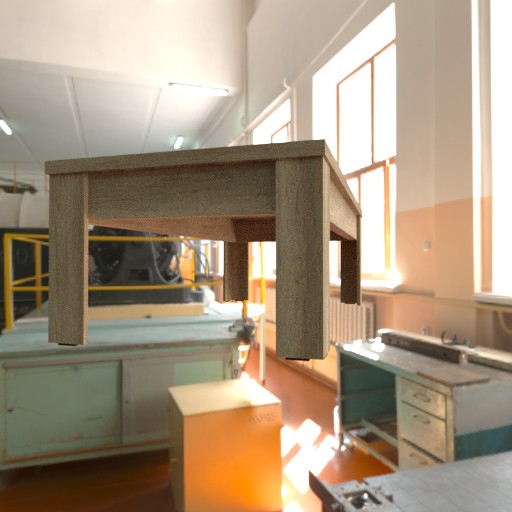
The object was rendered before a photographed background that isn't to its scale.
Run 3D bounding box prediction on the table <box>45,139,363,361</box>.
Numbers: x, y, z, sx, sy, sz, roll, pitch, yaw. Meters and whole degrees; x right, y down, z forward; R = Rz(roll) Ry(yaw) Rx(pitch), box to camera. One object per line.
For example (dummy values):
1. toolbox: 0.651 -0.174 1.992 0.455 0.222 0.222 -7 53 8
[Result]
1. table: 0.000 0.000 1.652 0.700 0.460 1.350 0 -1 17
